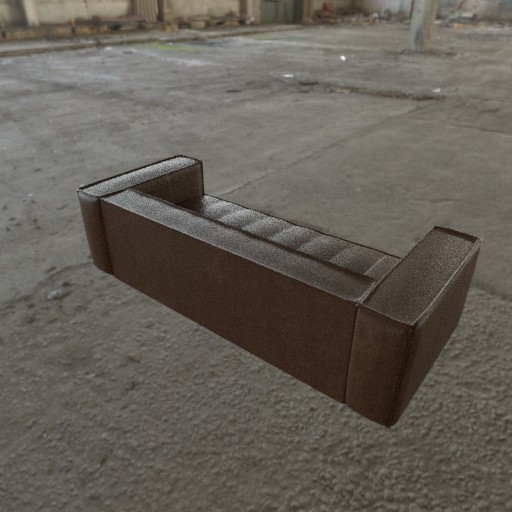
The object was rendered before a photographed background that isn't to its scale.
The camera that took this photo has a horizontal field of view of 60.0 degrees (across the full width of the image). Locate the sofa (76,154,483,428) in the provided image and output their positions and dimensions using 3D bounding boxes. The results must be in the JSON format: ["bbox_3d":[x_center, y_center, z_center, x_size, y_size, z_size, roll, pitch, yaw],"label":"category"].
[{"bbox_3d":[0.000,0.000,3.057,2.581,0.701,1.102,22,37,32],"label":"sofa"}]
